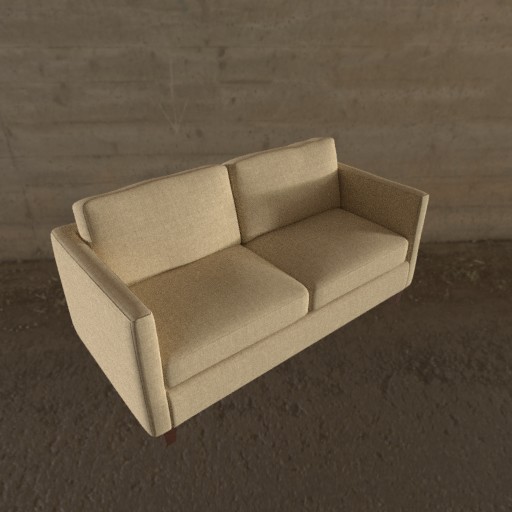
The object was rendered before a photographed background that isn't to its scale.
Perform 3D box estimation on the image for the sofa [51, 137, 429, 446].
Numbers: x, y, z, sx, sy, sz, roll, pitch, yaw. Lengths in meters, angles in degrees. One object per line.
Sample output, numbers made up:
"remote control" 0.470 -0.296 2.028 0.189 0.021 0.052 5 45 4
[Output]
"sofa" 0.000 0.000 2.493 1.884 0.963 0.950 -22 37 -33
